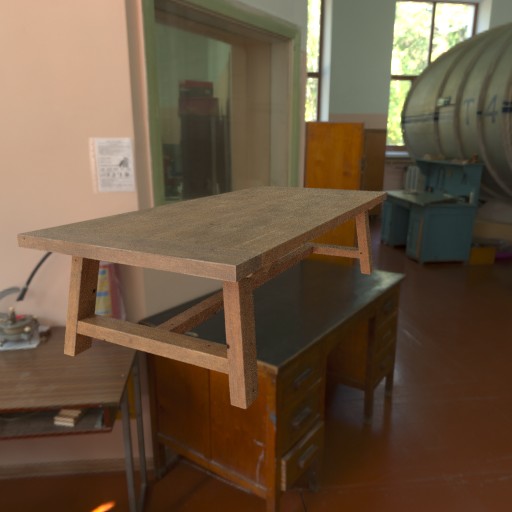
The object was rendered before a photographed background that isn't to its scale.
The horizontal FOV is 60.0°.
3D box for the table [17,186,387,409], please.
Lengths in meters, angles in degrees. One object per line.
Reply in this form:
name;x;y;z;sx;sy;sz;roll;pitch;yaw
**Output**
table;0.000;0.000;2.089;0.820;0.465;1.800;7;16;26
